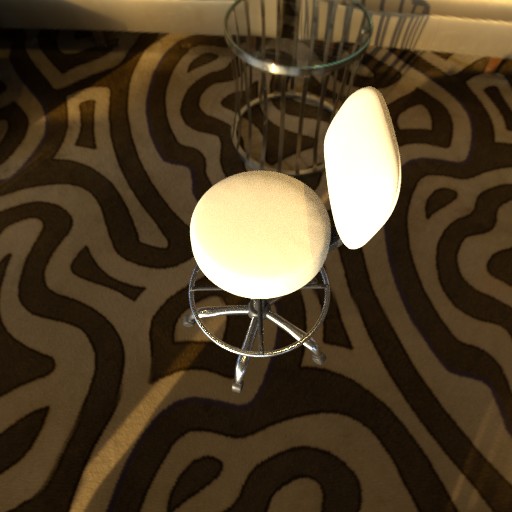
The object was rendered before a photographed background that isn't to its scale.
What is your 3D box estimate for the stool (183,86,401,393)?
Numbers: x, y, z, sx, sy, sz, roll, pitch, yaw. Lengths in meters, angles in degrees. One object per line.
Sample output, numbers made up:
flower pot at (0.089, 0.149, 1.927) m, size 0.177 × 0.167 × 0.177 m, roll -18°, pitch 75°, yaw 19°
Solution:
stool at (0.000, 0.000, 1.441) m, size 0.616 × 1.080 × 0.609 m, roll -1°, pitch 58°, yaw -1°
